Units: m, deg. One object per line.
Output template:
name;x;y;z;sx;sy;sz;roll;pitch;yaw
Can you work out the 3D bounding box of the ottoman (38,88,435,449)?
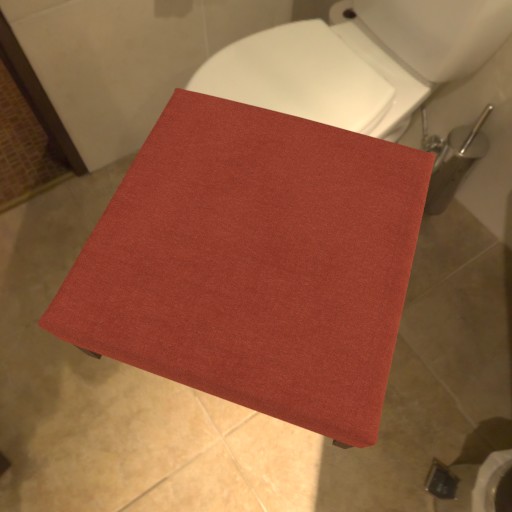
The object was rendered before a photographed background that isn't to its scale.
ottoman;0.000;0.000;1.400;0.890;0.411;0.889;17;65;8
